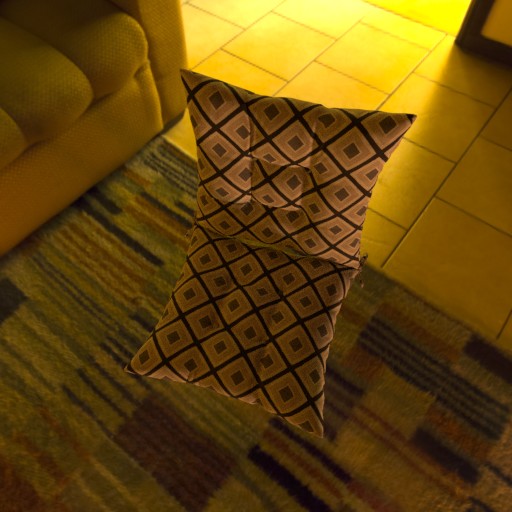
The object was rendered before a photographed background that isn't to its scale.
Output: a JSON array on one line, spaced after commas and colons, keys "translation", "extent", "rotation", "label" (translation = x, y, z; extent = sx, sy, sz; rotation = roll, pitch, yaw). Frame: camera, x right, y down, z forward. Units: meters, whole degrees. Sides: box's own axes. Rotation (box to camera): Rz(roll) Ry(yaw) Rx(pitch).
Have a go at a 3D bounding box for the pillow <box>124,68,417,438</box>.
[{"translation": [0.000, 0.000, 1.010], "extent": [0.541, 0.536, 0.585], "rotation": [15, 60, 9], "label": "pillow"}]
